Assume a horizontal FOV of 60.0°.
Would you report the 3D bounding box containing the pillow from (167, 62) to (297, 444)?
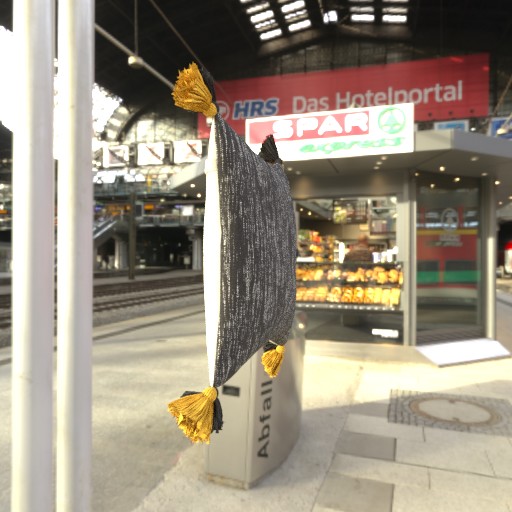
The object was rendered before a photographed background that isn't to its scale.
[{"bbox_3d":[0.000,0.000,0.976,0.139,0.659,0.654,0,0,18],"label":"pillow"}]
